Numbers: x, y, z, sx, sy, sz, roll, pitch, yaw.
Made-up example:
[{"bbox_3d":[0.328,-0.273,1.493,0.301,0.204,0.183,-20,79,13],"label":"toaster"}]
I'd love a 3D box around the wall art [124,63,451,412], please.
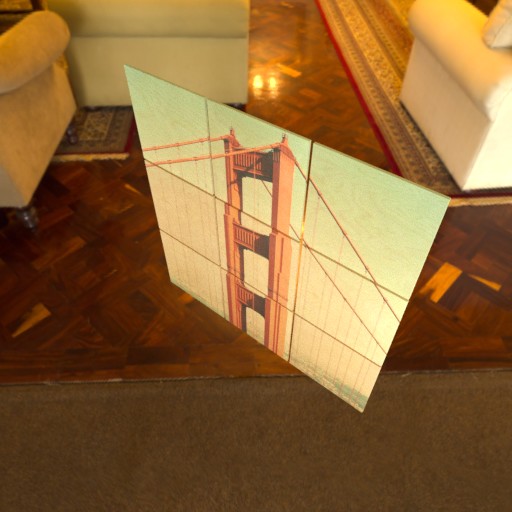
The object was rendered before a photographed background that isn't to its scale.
[{"bbox_3d":[0.000,0.000,2.231,1.517,1.523,0.013,30,54,25],"label":"wall art"}]
